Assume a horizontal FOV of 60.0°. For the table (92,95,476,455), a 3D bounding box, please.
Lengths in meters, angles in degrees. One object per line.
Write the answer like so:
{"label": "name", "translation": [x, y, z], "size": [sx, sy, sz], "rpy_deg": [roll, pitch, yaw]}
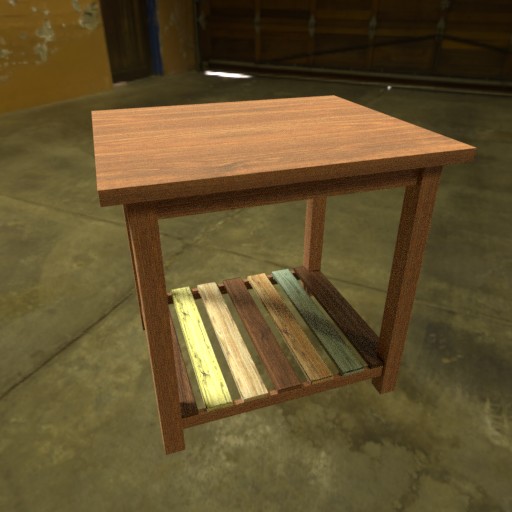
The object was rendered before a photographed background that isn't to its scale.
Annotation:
{"label": "table", "translation": [0.000, 0.000, 1.103], "size": [0.660, 0.635, 0.559], "rpy_deg": [-10, 31, -16]}
